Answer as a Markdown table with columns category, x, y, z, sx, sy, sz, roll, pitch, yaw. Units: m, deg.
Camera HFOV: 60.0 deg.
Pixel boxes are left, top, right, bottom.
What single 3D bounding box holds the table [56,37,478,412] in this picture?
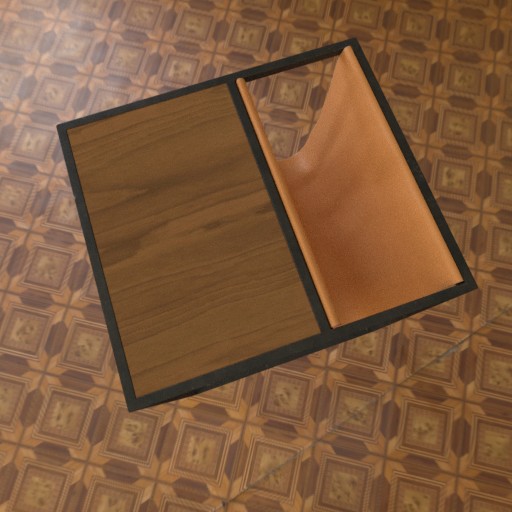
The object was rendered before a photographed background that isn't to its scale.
| category | x | y | z | sx | sy | sz | roll | pitch | yaw |
| --- | --- | --- | --- | --- | --- | --- | --- | --- | --- |
| table | 0.000 | 0.000 | 0.837 | 0.450 | 0.536 | 0.399 | -18 | 75 | -5 |
